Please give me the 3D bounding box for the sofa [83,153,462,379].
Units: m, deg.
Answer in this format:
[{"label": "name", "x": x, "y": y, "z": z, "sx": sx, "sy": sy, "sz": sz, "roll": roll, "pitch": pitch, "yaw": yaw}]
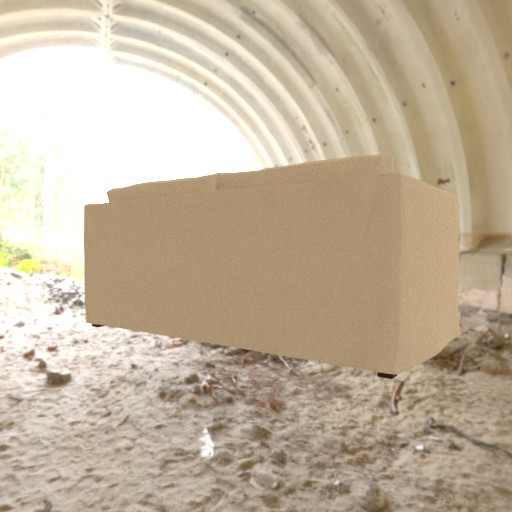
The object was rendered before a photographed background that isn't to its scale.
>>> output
[{"label": "sofa", "x": 0.000, "y": 0.000, "z": 2.502, "sx": 1.987, "sy": 0.870, "sz": 0.940, "roll": 1, "pitch": 1, "yaw": 36}]
